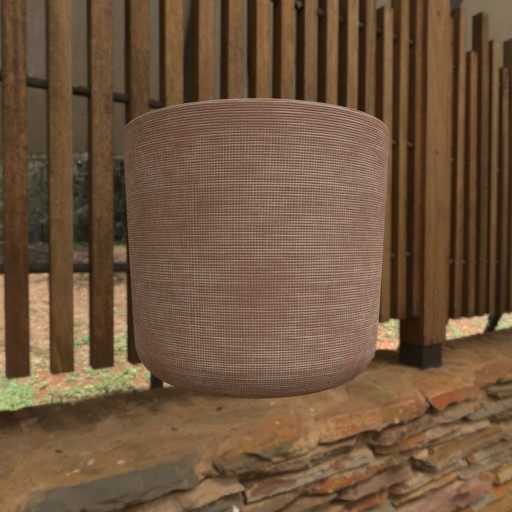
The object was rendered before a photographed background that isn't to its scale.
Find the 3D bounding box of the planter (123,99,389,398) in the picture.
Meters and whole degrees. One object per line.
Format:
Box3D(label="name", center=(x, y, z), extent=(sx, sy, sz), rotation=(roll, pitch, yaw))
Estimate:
Box3D(label="planter", center=(0.000, 0.000, 0.769), extent=(0.440, 0.398, 0.440), rotation=(0, 1, 0))
